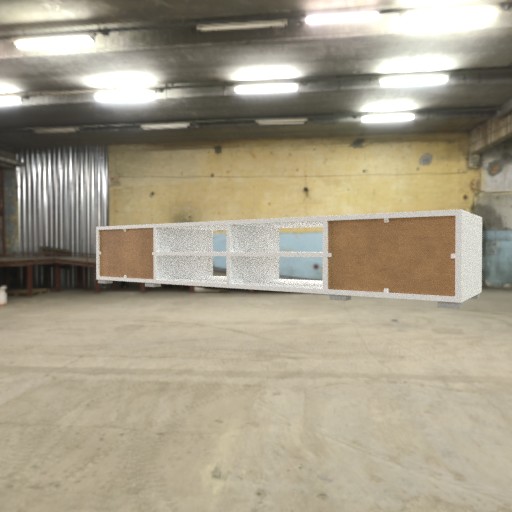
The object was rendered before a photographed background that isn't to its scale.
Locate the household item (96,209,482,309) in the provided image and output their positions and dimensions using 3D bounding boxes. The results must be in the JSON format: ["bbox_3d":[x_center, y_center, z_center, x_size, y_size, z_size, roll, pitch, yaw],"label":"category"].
[{"bbox_3d":[0.000,0.000,2.079,1.850,0.310,0.420,1,1,35],"label":"household item"}]
